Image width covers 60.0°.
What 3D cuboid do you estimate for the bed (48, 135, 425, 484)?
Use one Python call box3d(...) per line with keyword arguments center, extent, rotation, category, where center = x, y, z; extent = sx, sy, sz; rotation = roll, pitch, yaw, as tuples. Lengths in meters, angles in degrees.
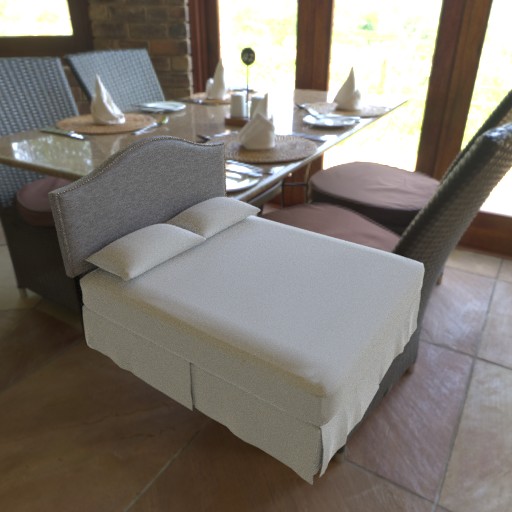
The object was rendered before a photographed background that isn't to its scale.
box3d(center=(0.000, 0.000, 2.892), extent=(1.870, 1.295, 1.610), rotation=(18, 33, 31), category="bed")
